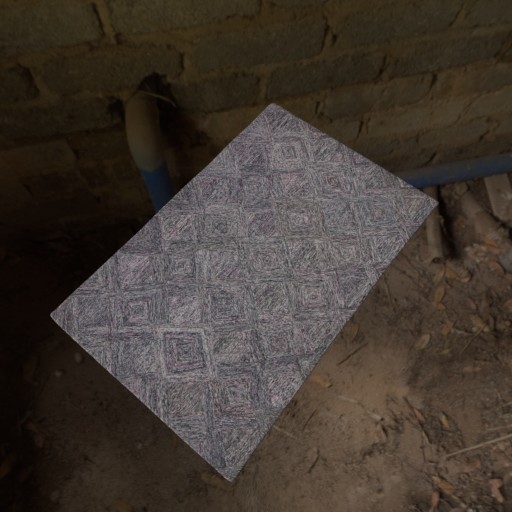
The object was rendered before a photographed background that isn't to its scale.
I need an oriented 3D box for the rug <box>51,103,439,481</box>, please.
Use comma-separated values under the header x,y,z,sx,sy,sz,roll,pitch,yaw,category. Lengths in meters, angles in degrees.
x,y,z,sx,sy,sz,roll,pitch,yaw,category
0.000,0.000,2.274,1.158,0.013,1.752,36,70,15,rug
